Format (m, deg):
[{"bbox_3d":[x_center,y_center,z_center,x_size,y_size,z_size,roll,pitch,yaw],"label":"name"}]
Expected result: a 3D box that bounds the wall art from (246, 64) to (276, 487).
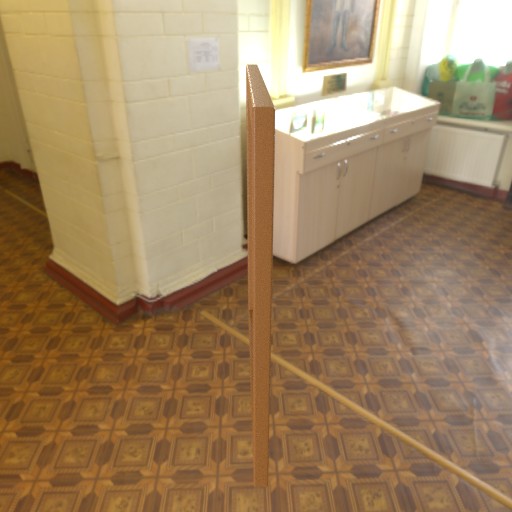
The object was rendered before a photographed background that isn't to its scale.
[{"bbox_3d":[0.000,0.000,0.507,0.015,0.379,0.310,-1,28,-2],"label":"wall art"}]
